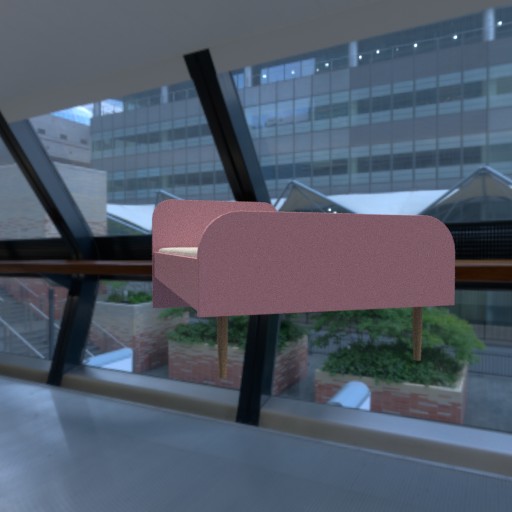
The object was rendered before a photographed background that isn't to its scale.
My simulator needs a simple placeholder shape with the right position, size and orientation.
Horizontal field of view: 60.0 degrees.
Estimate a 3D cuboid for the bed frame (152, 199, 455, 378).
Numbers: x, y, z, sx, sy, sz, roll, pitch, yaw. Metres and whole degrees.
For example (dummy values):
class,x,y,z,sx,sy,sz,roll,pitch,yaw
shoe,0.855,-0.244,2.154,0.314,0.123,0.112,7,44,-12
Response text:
class,x,y,z,sx,sy,sz,roll,pitch,yaw
bed frame,0.000,0.000,2.501,0.998,0.805,1.963,0,1,-17
